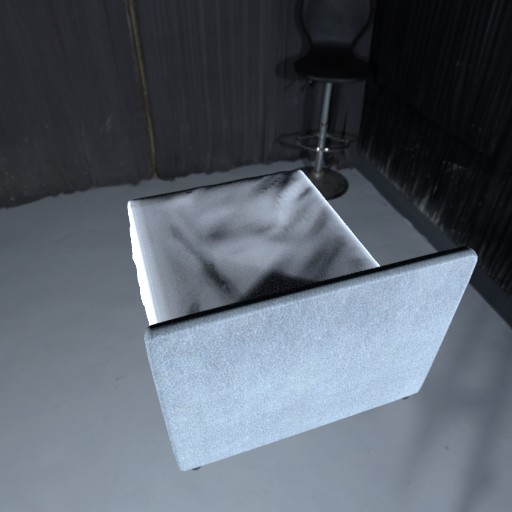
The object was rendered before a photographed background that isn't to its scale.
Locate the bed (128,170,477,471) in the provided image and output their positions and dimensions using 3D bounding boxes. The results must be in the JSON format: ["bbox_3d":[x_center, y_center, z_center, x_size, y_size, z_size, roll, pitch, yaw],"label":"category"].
[{"bbox_3d":[0.000,0.000,3.163,1.713,1.330,2.142,-13,43,-14],"label":"bed"}]
